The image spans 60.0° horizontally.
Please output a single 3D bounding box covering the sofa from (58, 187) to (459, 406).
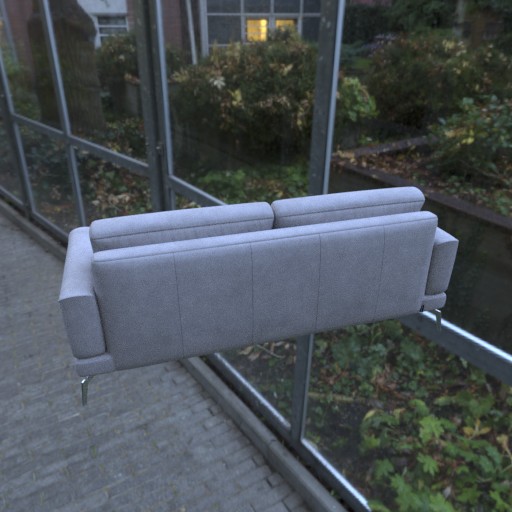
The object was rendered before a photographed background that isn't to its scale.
[{"bbox_3d":[0.000,0.000,2.549,2.013,0.830,0.980,-8,28,-15],"label":"sofa"}]
